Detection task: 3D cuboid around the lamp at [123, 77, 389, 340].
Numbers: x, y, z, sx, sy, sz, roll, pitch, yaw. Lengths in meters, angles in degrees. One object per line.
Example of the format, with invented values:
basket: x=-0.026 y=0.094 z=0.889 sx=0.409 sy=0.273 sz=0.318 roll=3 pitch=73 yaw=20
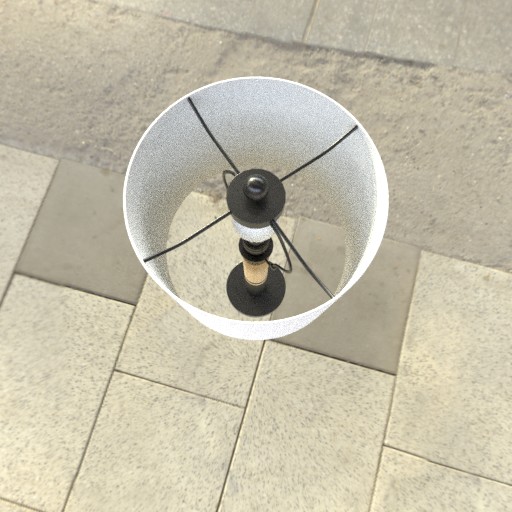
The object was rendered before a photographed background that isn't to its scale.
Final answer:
lamp: x=0.000 y=0.000 z=0.795 sx=0.305 sy=0.640 sz=0.305 roll=13 pitch=76 yaw=3
